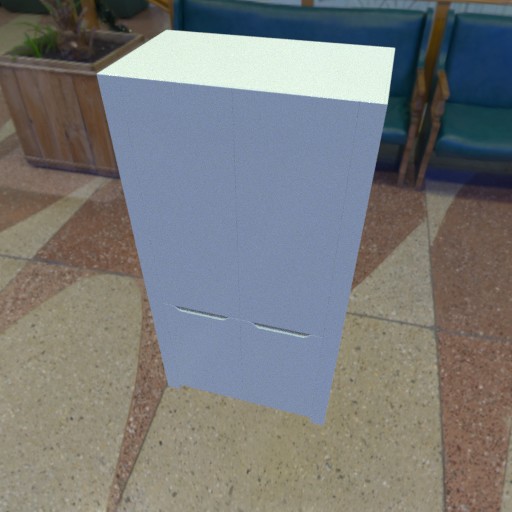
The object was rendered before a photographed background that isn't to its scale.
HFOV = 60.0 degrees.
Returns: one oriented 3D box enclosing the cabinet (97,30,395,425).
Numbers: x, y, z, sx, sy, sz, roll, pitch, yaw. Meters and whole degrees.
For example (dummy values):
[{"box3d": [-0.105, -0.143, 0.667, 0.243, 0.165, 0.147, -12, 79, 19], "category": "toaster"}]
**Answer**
[{"box3d": [0.000, 0.000, 2.268, 0.980, 1.920, 0.580, 10, 42, 12], "category": "cabinet"}]
